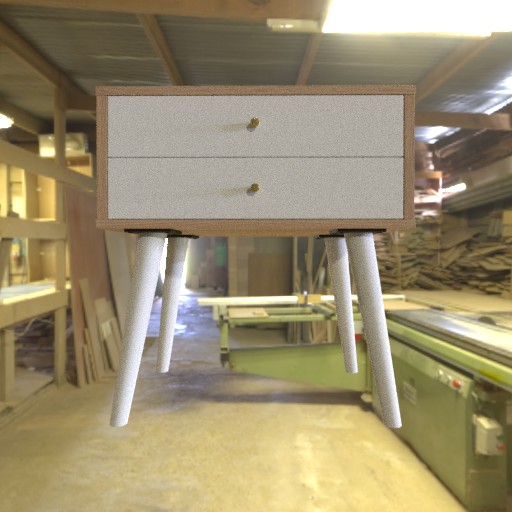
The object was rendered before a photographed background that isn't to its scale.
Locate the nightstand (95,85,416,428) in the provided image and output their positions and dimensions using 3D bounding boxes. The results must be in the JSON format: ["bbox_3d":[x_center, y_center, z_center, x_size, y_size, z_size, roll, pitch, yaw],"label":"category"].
[{"bbox_3d":[0.000,0.000,0.980,0.571,0.610,0.407,0,0,1],"label":"nightstand"}]
